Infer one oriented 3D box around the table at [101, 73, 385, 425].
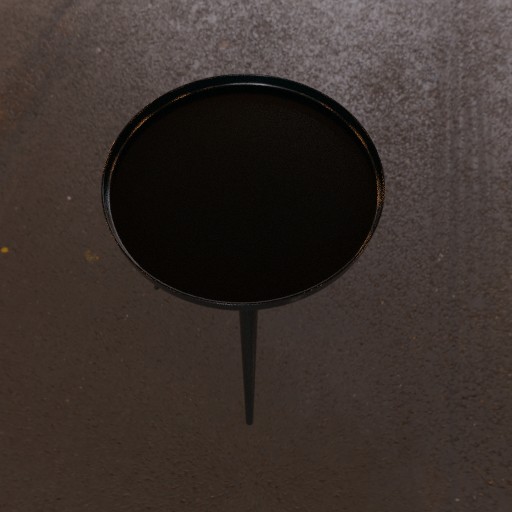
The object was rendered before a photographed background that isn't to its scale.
[{"bbox_3d":[0.000,0.000,0.831,0.415,0.548,0.403,-36,69,-17],"label":"table"}]
